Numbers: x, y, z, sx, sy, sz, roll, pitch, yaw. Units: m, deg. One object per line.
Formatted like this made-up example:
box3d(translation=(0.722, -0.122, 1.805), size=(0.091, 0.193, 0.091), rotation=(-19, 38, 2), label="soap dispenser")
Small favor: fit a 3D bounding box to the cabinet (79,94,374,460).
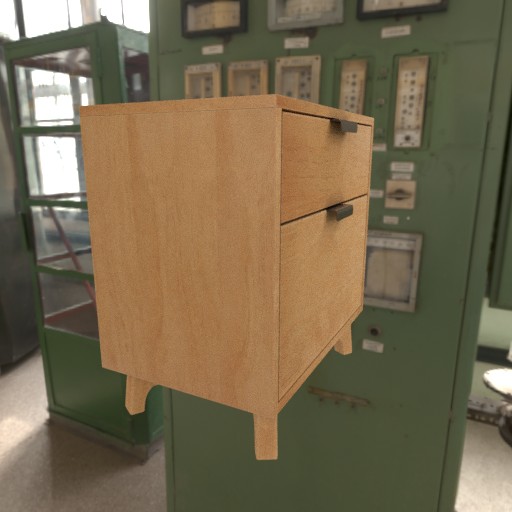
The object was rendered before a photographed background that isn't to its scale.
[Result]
box3d(translation=(0.000, 0.000, 0.973), size=(0.394, 0.599, 0.551), rotation=(7, 15, 27), label="cabinet")
